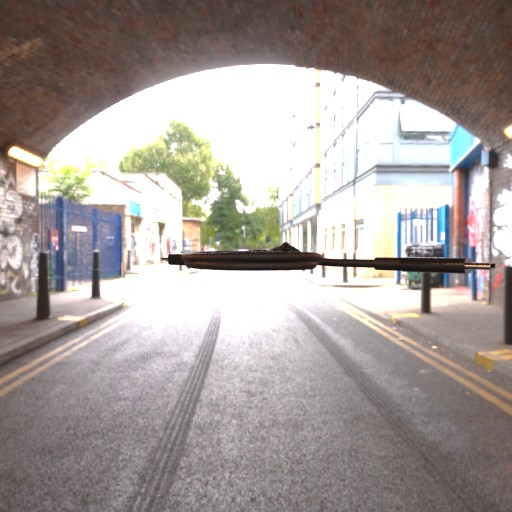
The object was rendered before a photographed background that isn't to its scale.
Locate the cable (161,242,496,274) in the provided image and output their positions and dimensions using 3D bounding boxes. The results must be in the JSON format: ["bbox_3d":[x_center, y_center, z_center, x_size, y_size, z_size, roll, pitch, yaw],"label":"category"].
[{"bbox_3d":[0.000,0.000,0.210,0.192,0.014,0.070,1,1,38],"label":"cable"}]
